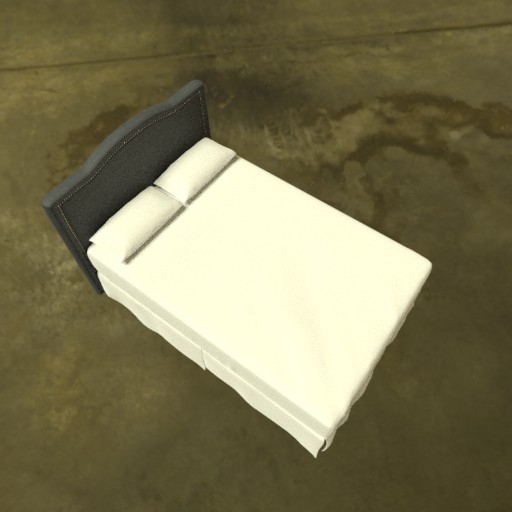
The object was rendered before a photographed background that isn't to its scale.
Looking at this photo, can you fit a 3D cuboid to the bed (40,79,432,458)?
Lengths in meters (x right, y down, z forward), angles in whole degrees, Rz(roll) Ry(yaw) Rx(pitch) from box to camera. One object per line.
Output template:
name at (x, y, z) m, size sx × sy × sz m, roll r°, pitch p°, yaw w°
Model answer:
bed at (0.000, 0.000, 3.568) m, size 2.507 × 1.441 × 1.747 m, roll 32°, pitch 63°, yaw 18°
